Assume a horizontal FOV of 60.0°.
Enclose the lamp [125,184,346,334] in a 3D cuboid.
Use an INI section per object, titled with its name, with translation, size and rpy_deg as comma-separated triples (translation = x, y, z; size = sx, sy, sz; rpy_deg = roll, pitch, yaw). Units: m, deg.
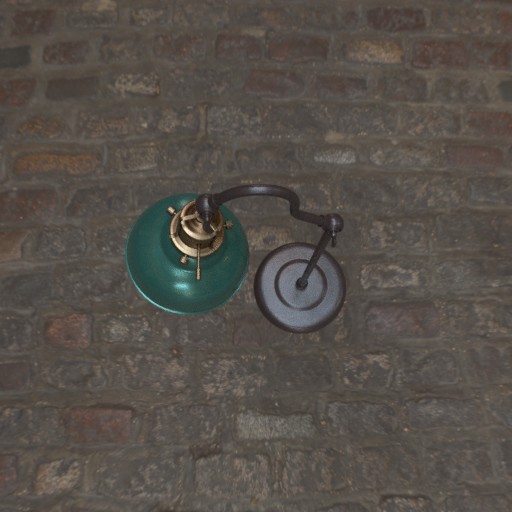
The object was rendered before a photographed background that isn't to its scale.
[lamp]
translation = 0.000, 0.000, 0.677
size = 0.374, 0.508, 0.192
rpy_deg = -1, 75, 0
